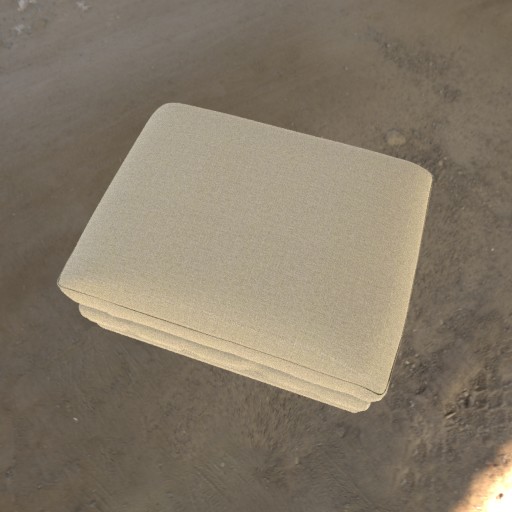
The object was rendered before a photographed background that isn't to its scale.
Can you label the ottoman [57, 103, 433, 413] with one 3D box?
[{"bbox_3d":[0.000,0.000,1.070,0.684,0.463,0.541,17,65,8],"label":"ottoman"}]
